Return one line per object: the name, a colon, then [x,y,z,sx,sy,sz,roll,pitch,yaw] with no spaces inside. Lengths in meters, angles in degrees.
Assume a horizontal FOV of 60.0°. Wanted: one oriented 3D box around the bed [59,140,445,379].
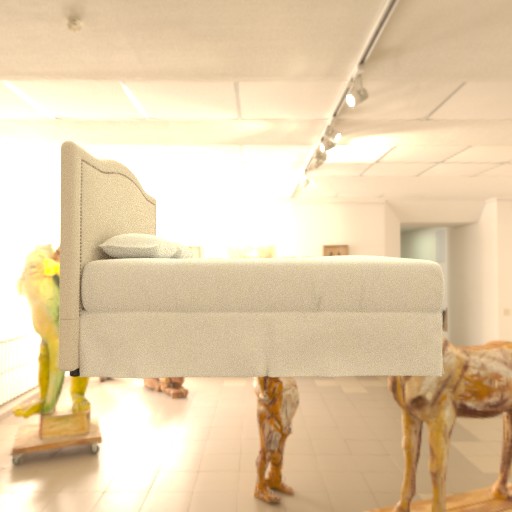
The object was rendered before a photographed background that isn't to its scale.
bed: [0.000,0.000,3.458,2.182,1.421,2.083,0,-1,0]
